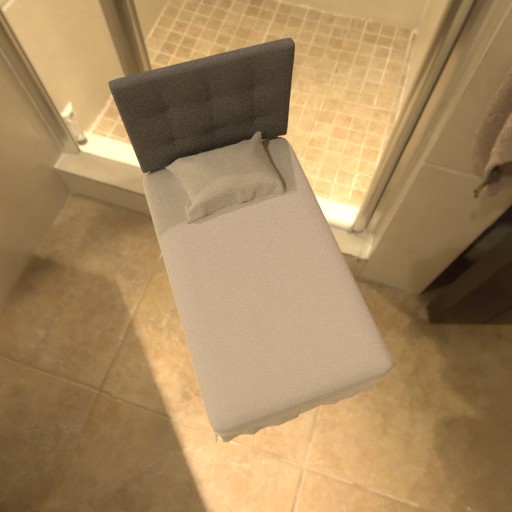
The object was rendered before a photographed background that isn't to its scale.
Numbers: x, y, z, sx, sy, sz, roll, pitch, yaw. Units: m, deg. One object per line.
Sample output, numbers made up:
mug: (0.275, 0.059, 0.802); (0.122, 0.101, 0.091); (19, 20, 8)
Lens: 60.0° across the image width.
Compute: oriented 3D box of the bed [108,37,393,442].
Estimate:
bed: (0.000, 0.000, 2.932); (1.261, 1.571, 1.997); (-17, 66, -8)
